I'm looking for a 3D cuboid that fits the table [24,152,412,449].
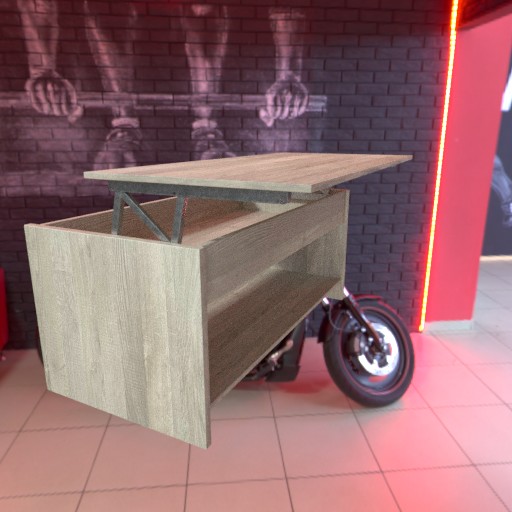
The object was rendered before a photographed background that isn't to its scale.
[{"bbox_3d":[0.000,0.000,1.351,0.712,0.570,1.000,8,17,26],"label":"table"}]
